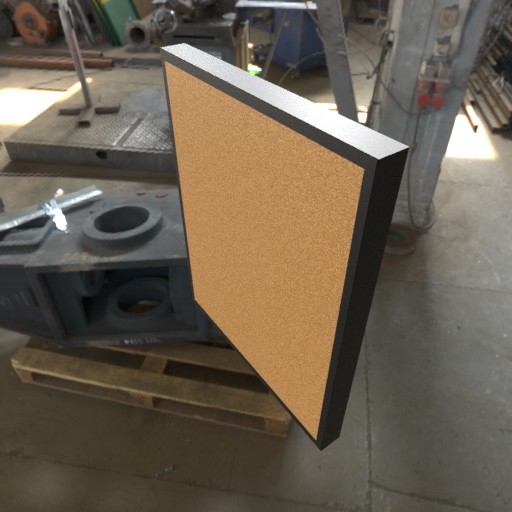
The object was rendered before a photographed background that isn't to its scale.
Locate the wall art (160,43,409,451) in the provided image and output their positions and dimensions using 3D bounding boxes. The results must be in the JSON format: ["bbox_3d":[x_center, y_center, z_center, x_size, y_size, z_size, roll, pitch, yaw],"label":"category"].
[{"bbox_3d":[0.000,0.000,0.486,0.030,0.369,0.294,-25,46,-27],"label":"wall art"}]
